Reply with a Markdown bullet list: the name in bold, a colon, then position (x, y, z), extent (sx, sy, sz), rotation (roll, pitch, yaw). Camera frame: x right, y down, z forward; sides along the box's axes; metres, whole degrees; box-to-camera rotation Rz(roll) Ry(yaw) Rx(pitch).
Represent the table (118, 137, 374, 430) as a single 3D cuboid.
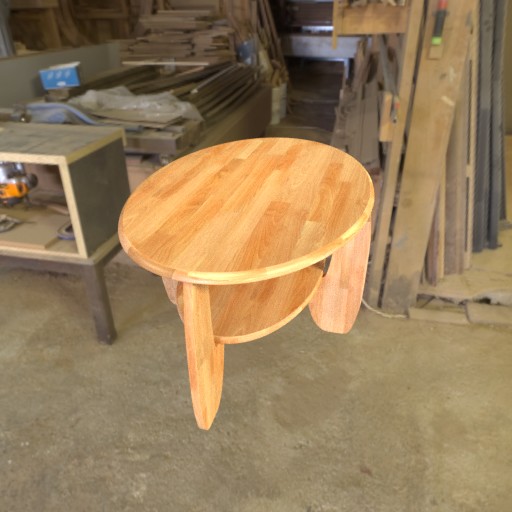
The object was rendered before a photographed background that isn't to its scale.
- **table**: position (0.000, 0.000, 1.416), extent (0.690, 0.490, 1.040), rotation (8, 31, 14)
